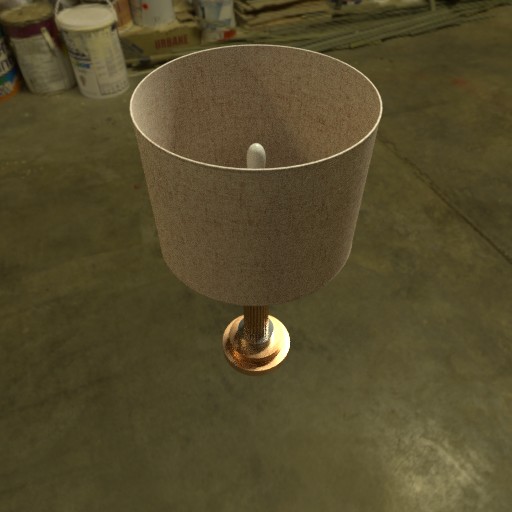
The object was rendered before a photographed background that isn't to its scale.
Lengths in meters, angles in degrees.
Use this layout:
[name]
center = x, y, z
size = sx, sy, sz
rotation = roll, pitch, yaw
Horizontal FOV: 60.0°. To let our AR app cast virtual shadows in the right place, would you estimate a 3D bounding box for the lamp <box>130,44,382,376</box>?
[lamp]
center = 0.000, 0.000, 0.796
size = 0.321, 0.610, 0.321
rotation = 18, 50, 16
